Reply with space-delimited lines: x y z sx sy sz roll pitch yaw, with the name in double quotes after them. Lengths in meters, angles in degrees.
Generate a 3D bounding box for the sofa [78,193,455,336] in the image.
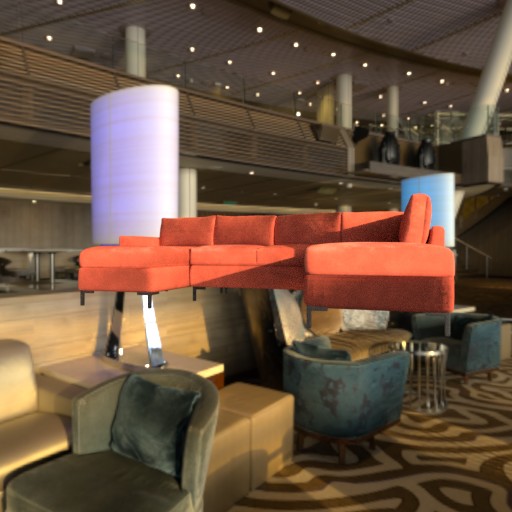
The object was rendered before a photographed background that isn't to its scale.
0.000 0.000 3.812 2.971 0.858 1.981 0 1 19 "sofa"
